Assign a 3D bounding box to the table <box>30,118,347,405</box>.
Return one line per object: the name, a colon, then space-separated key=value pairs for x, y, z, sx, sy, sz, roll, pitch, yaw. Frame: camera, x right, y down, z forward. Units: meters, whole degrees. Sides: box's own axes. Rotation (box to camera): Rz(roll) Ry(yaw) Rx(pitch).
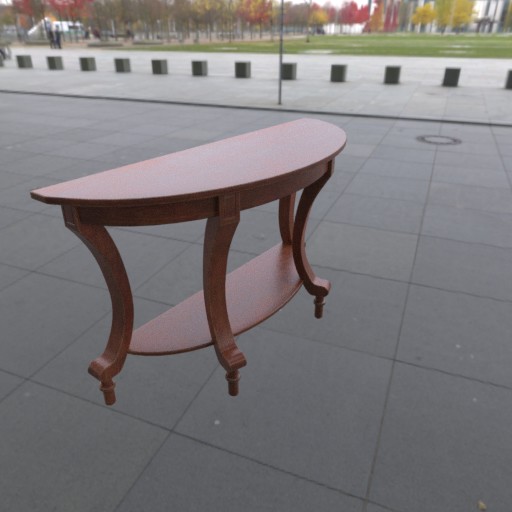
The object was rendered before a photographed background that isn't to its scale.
table: x=0.000 y=0.000 z=1.494 sx=0.394 sy=0.699 sz=1.198 roll=19 pitch=33 yaw=33
